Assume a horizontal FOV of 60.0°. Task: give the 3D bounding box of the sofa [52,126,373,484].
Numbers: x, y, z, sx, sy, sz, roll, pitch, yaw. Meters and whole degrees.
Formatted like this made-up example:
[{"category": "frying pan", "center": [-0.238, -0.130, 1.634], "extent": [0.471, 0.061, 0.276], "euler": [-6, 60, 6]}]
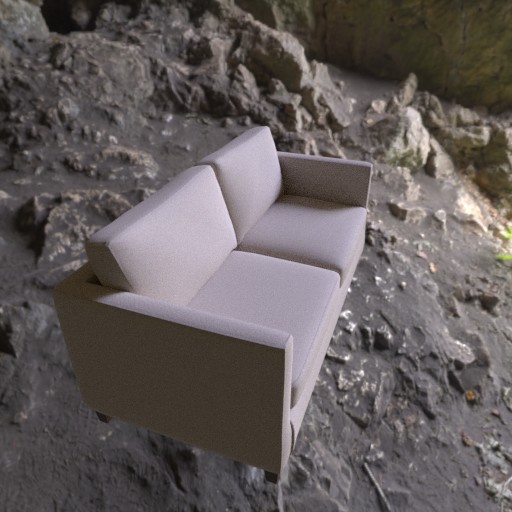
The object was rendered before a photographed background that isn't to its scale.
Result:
[{"category": "sofa", "center": [0.000, 0.000, 2.171], "extent": [0.873, 0.888, 1.722], "euler": [11, 33, 18]}]
